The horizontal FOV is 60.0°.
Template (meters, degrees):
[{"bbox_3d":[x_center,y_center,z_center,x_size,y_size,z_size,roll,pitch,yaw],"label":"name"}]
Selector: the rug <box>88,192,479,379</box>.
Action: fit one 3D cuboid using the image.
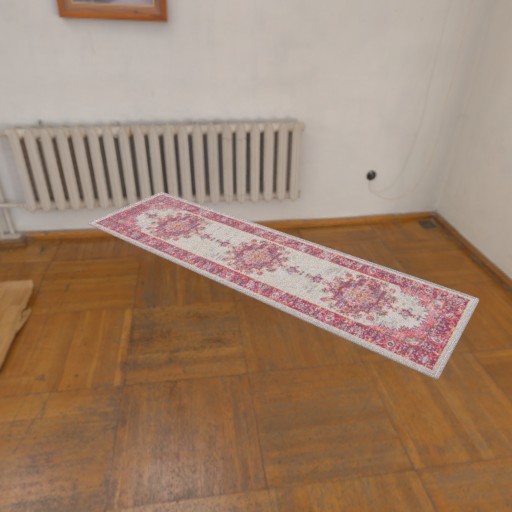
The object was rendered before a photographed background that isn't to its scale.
[{"bbox_3d":[0.000,0.000,2.573,2.294,0.011,0.666,21,37,31],"label":"rug"}]
